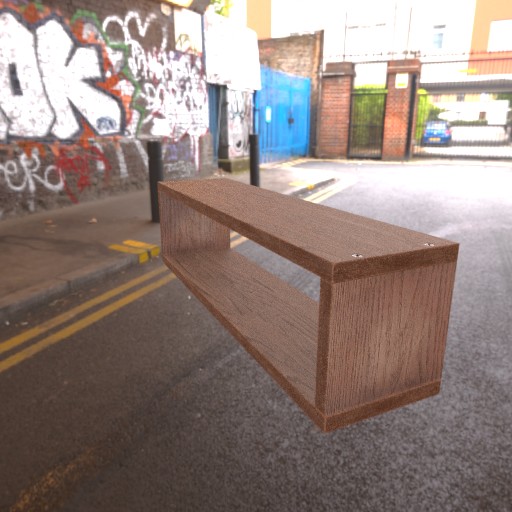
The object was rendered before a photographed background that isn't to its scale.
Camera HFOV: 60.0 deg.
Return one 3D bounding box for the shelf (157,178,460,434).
[{"bbox_3d":[0.000,0.000,0.691,0.150,0.170,0.610,-8,18,-25],"label":"shelf"}]
